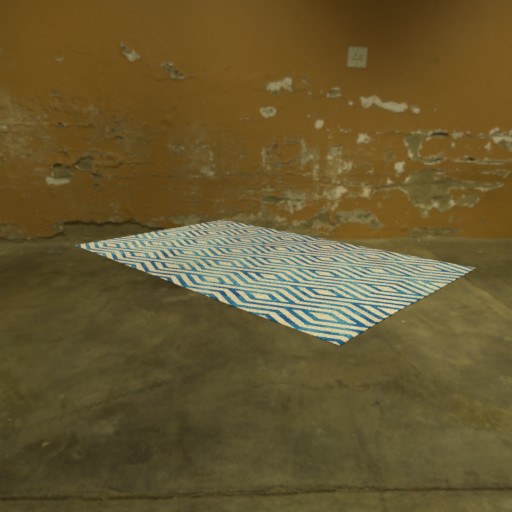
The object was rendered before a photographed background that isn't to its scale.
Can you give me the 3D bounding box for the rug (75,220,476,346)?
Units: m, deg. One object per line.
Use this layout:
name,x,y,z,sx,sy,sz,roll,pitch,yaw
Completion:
rug,0.000,0.000,3.135,2.439,0.008,1.531,14,21,43
